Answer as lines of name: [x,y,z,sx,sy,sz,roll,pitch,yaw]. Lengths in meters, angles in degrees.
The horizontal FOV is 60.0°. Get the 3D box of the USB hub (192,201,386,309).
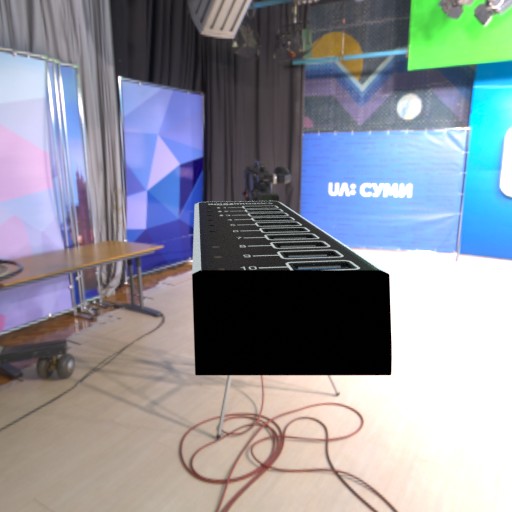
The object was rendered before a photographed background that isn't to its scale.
USB hub: [0.000,0.000,0.161,0.044,0.023,0.145,-2,14,-7]
